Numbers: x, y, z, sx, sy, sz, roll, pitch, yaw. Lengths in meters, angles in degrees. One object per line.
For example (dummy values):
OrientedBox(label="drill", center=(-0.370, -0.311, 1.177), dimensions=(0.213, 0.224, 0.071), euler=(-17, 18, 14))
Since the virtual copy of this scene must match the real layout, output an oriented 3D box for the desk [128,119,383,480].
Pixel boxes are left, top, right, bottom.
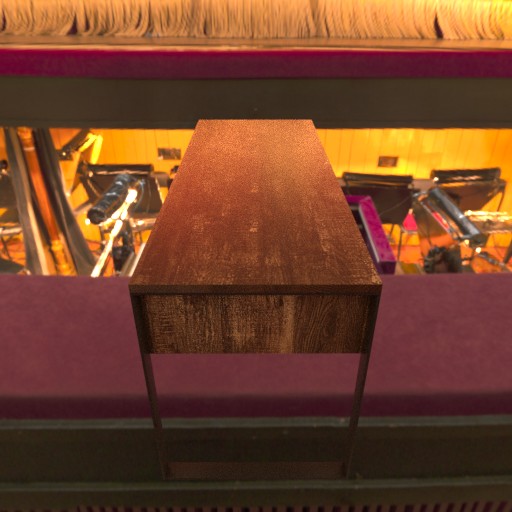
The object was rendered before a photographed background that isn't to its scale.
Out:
OrientedBox(label="desk", center=(0.000, 0.000, 1.883), dimensions=(0.599, 0.762, 1.524), euler=(0, 31, 0))
